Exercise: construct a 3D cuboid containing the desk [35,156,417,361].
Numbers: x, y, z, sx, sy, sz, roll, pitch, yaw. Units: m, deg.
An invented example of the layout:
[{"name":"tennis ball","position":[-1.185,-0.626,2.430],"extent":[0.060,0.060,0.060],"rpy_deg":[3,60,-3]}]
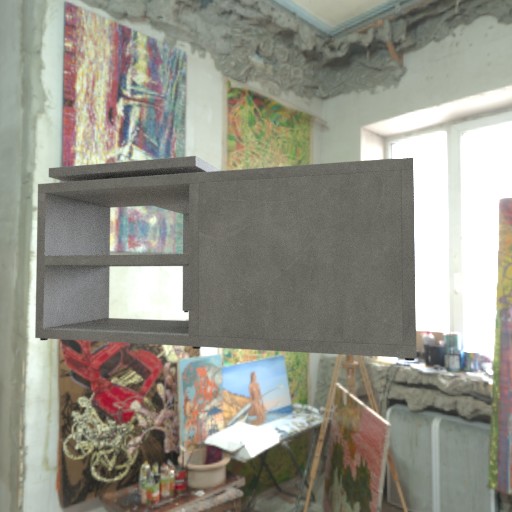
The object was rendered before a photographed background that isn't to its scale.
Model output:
[{"name":"desk","position":[0.000,0.000,2.313],"extent":[1.500,0.740,1.400],"rpy_deg":[-1,-2,17]}]
